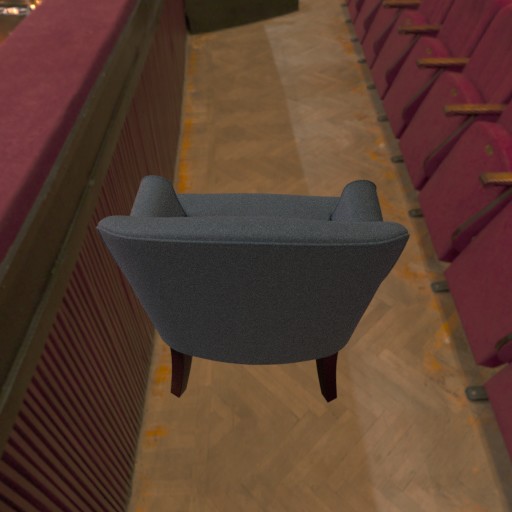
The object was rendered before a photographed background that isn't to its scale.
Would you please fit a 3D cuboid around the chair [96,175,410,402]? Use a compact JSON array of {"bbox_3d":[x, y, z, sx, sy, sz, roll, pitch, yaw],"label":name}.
[{"bbox_3d":[0.000,0.000,1.452,0.770,0.878,0.754,1,46,1],"label":"chair"}]
